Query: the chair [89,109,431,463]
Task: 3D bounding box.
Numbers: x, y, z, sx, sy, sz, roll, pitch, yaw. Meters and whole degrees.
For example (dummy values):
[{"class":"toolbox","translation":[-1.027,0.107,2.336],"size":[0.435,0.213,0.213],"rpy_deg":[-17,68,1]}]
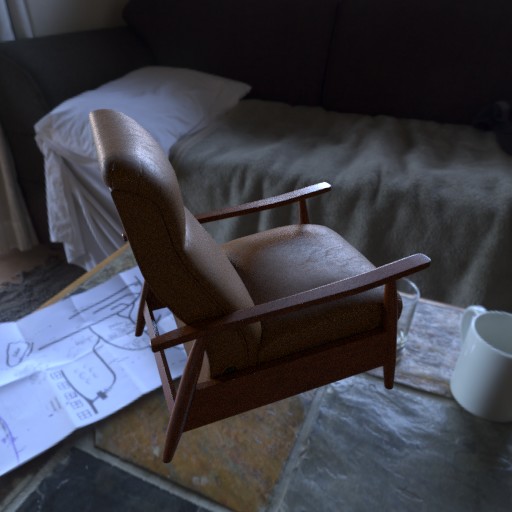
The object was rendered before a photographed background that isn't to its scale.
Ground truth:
[{"class":"chair","translation":[0.000,0.000,1.713],"size":[1.014,1.082,0.762],"rpy_deg":[-11,33,-18]}]
